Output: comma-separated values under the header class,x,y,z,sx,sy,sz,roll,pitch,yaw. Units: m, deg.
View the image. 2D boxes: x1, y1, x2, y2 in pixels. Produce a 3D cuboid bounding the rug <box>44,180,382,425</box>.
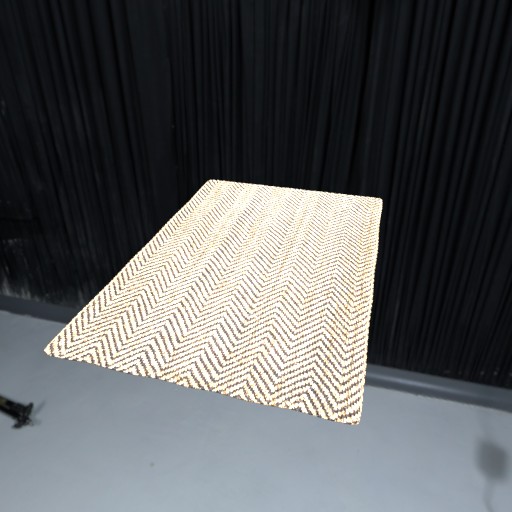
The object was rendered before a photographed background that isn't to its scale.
class,x,y,z,sx,sy,sz,roll,pitch,yaw
rug,0.000,0.000,2.322,1.219,0.008,1.828,9,33,13
